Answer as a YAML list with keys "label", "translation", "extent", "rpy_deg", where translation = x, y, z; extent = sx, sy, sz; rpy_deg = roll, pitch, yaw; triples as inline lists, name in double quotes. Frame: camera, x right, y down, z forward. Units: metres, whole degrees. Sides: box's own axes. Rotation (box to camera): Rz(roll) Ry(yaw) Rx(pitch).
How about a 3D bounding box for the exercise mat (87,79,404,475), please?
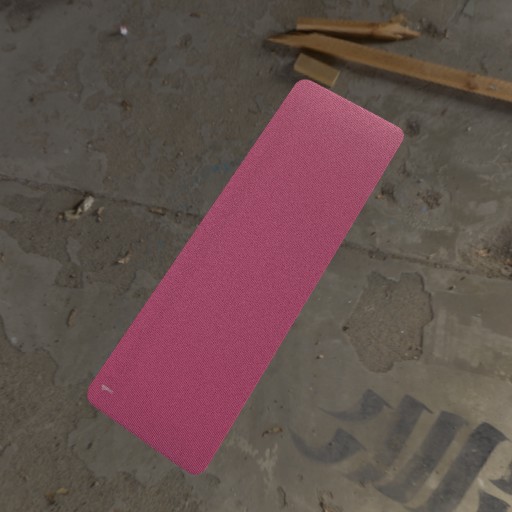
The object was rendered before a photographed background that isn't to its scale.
- label: "exercise mat"
  translation: [0.000, 0.000, 2.072]
  extent: [0.616, 0.021, 1.884]
  rpy_deg: [31, 79, 7]
